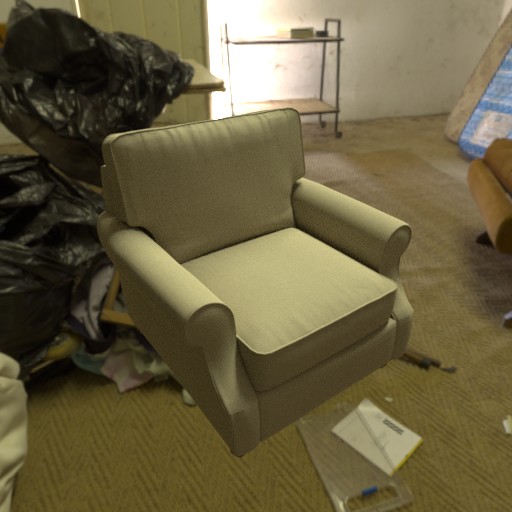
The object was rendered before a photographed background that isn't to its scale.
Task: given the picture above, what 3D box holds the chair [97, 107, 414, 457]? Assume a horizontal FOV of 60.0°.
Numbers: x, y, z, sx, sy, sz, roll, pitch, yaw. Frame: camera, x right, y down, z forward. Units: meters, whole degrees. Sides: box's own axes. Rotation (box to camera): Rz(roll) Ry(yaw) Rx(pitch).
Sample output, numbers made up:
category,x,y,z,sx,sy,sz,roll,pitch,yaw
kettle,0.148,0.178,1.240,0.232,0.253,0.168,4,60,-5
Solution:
category,x,y,z,sx,sy,sz,roll,pitch,yaw
chair,0.000,0.000,1.760,1.029,0.967,0.966,-20,35,-31
